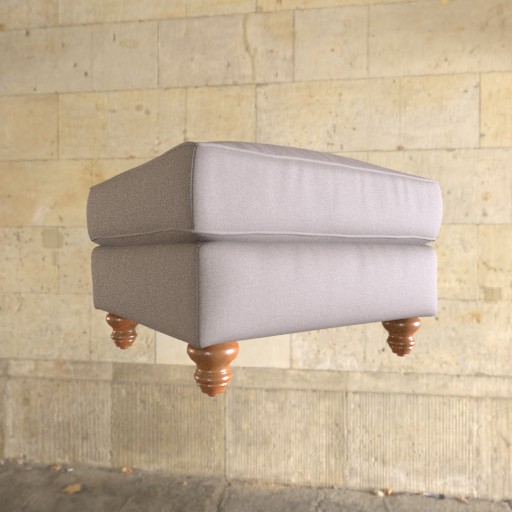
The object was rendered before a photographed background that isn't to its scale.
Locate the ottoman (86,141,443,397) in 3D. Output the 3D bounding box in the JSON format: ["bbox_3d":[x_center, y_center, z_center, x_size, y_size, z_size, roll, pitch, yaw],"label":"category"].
[{"bbox_3d":[0.000,0.000,1.162,0.721,0.505,0.662,0,0,-35],"label":"ottoman"}]
